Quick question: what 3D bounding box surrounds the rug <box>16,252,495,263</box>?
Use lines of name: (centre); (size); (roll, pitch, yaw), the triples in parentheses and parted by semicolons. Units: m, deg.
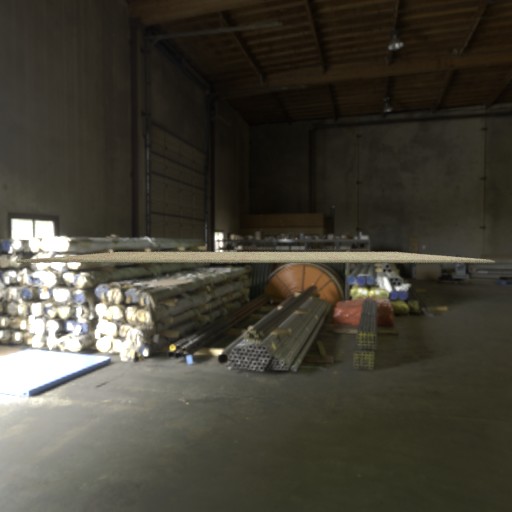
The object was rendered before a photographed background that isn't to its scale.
rug: (0.000, 0.000, 2.309); (1.839, 0.012, 1.219); (0, 2, 1)
